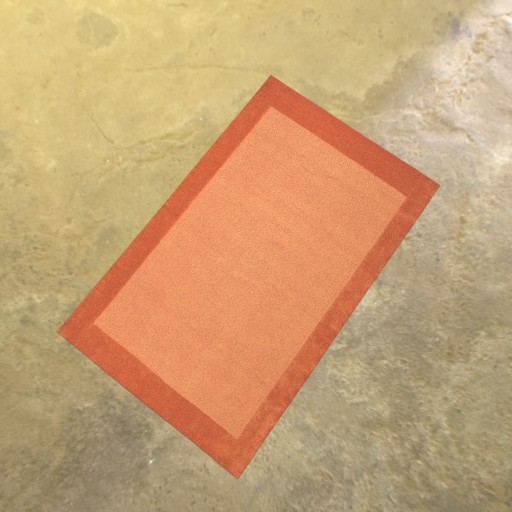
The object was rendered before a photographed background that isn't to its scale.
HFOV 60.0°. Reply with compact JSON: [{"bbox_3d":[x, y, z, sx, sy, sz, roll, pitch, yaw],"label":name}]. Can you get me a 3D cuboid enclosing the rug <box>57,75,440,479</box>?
[{"bbox_3d":[0.000,0.000,3.091,1.524,0.014,2.438,36,79,8],"label":"rug"}]
